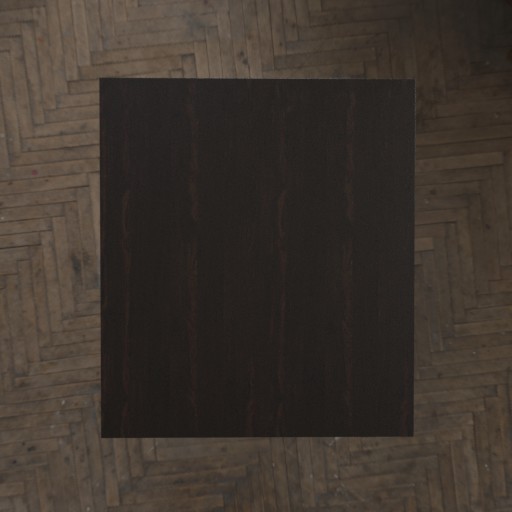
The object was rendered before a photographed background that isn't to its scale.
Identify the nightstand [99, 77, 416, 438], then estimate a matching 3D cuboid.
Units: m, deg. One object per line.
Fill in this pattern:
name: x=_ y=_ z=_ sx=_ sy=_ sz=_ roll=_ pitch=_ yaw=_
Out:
nightstand: x=0.000 y=0.000 z=0.845 sx=0.427 sy=0.487 sz=0.489 roll=0 pitch=91 yaw=-1
